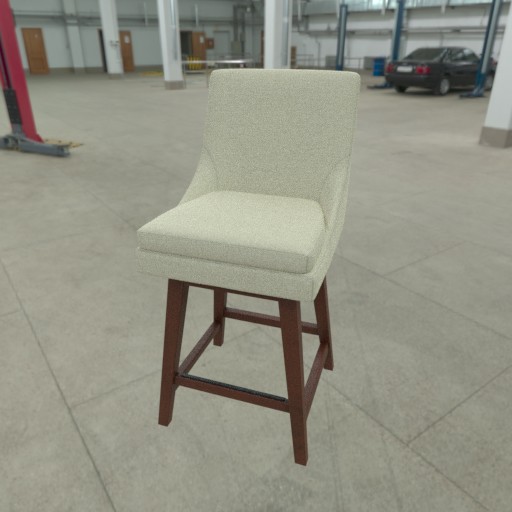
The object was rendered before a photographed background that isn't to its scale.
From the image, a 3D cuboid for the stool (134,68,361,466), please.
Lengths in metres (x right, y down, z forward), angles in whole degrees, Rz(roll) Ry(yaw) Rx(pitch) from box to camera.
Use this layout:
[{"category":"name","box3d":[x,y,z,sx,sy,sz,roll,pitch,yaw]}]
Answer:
[{"category":"stool","box3d":[0.000,0.000,1.304,0.469,0.991,0.559,8,27,17]}]
